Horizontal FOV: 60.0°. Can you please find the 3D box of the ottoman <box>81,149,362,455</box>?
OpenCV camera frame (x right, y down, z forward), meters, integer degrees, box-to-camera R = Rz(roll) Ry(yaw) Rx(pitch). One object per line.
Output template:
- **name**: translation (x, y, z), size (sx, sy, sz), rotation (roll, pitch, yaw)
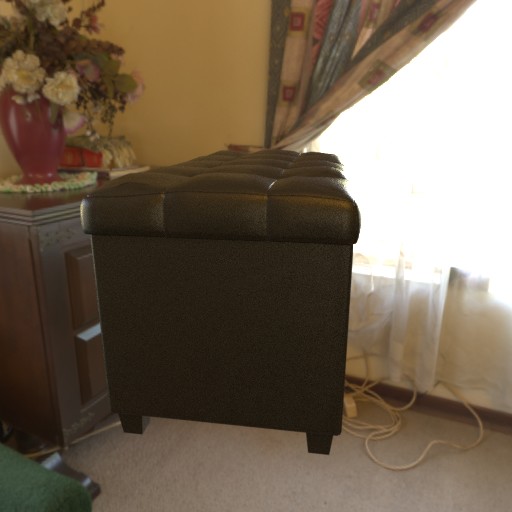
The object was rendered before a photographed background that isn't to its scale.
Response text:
- **ottoman**: translation (0.000, 0.000, 1.085), size (0.432, 0.470, 0.838), rotation (3, 17, 9)
